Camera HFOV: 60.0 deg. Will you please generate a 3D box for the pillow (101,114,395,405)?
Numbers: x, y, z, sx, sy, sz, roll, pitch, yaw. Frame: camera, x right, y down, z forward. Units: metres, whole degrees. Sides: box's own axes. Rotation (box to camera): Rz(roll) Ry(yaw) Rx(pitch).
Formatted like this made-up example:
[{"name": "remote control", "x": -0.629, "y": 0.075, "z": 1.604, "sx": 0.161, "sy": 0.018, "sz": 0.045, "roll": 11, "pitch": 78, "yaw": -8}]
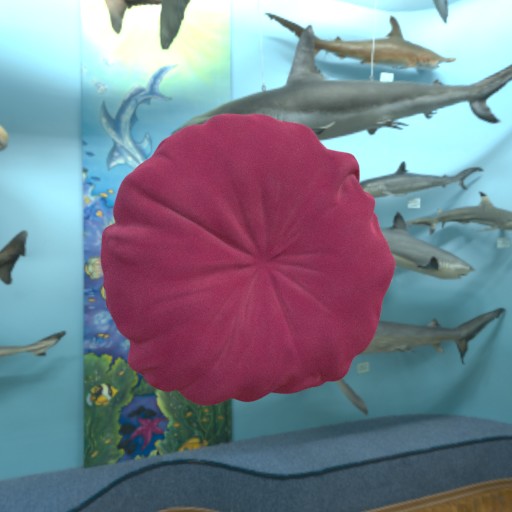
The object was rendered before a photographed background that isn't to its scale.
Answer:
[{"name": "pillow", "x": 0.000, "y": 0.000, "z": 0.648, "sx": 0.428, "sy": 0.407, "sz": 0.148, "roll": 0, "pitch": 1, "yaw": -18}]
